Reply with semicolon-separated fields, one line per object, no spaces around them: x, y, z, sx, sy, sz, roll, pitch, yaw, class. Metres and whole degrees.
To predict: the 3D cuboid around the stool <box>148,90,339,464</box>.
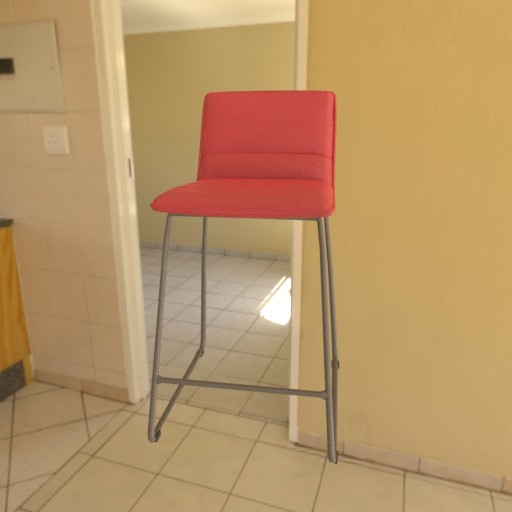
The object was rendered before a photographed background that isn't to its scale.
0.000;0.000;1.184;0.489;0.866;0.524;3;16;9;stool
